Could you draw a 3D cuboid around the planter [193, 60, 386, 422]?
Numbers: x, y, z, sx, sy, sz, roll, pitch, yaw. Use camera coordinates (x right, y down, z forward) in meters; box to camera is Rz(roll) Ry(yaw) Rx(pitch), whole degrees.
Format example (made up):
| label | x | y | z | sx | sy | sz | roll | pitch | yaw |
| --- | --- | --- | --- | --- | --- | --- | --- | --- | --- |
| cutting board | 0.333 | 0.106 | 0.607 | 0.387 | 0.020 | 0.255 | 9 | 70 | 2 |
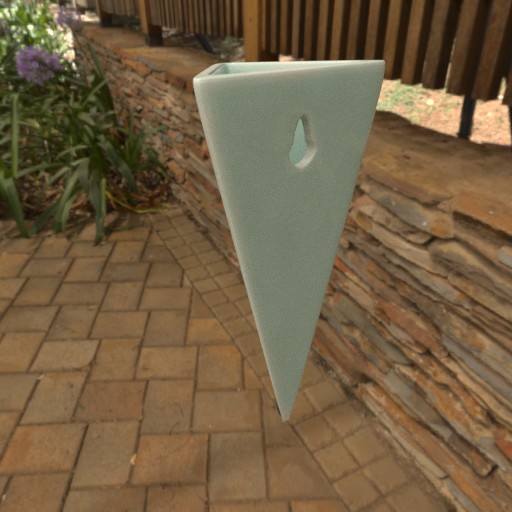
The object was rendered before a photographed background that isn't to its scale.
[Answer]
| label | x | y | z | sx | sy | sz | roll | pitch | yaw |
| --- | --- | --- | --- | --- | --- | --- | --- | --- | --- |
| planter | 0.000 | 0.000 | 0.217 | 0.080 | 0.178 | 0.064 | -18 | 35 | -27 |
